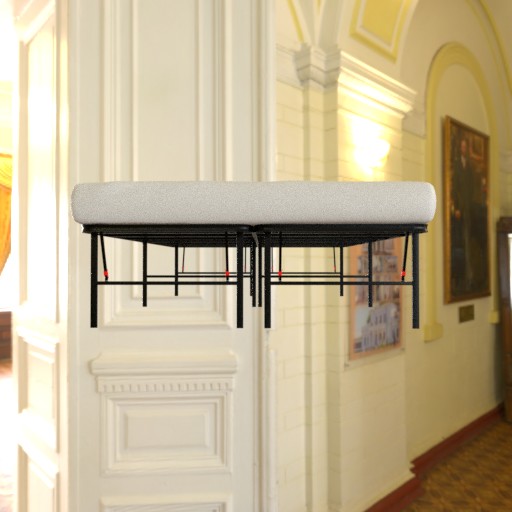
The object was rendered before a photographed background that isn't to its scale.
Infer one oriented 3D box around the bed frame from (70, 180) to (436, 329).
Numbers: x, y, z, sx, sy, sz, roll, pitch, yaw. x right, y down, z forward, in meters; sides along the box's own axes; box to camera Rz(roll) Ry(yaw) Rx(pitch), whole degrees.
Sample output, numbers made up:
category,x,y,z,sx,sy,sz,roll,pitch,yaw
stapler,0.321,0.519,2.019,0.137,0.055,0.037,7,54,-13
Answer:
category,x,y,z,sx,sy,sz,roll,pitch,yaw
bed frame,0.000,0.000,2.899,1.584,0.667,2.151,0,-1,1
